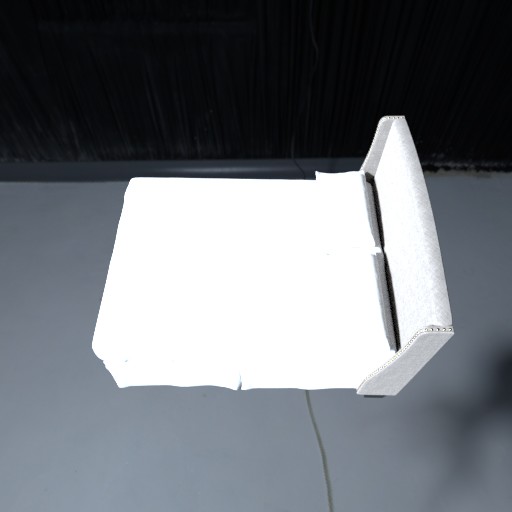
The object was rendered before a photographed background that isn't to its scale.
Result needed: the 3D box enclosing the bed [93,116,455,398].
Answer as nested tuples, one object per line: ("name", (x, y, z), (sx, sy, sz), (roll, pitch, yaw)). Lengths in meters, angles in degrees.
("bed", (0.000, 0.000, 3.352), (2.237, 1.407, 1.710), (1, 58, 1))
